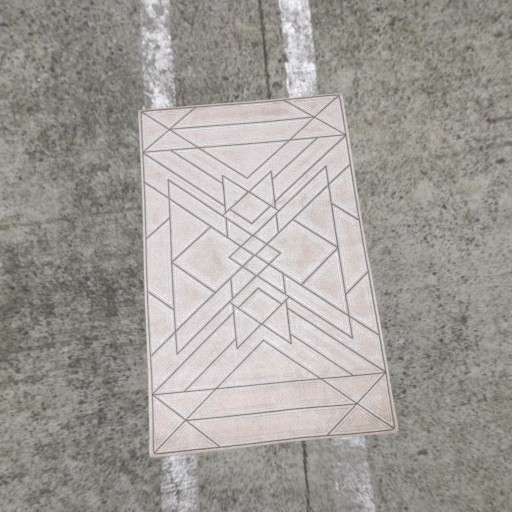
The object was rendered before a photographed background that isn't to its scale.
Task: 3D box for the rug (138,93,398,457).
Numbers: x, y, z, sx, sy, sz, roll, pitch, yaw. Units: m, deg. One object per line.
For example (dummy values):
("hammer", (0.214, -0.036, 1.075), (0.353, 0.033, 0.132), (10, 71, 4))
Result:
("rug", (0.000, 0.000, 3.086), (1.575, 0.023, 2.459), (-5, 75, -1))
